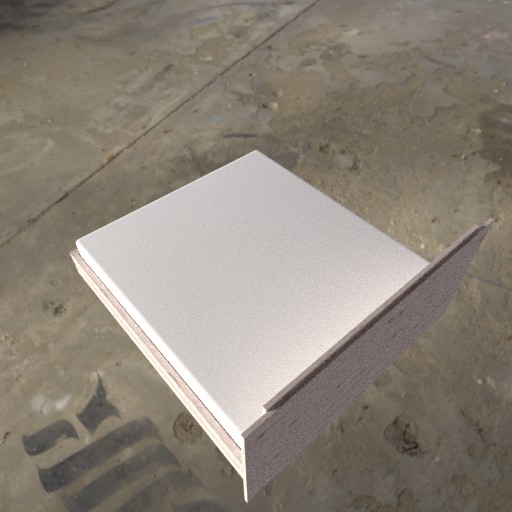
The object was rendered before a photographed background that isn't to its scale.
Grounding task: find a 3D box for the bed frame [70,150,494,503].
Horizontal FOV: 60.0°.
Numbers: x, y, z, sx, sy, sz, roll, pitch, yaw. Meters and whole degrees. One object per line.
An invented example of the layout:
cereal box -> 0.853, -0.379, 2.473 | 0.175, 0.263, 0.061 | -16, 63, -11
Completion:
bed frame -> 0.000, 0.000, 3.077 | 1.950, 0.970, 2.080 | -33, 55, -27
